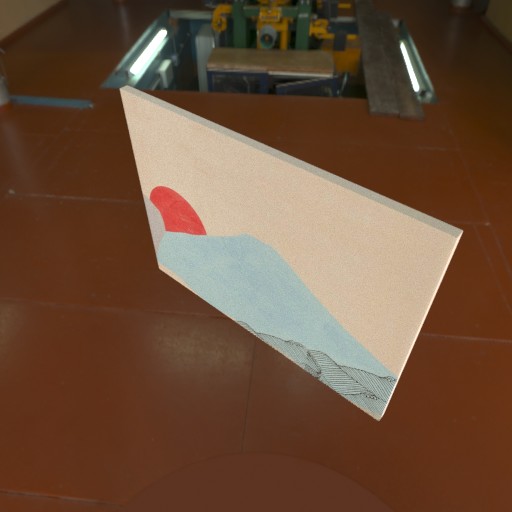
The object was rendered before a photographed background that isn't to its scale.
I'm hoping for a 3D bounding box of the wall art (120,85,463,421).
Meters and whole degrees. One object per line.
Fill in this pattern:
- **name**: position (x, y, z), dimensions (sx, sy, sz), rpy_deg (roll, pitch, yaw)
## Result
- **wall art**: position (0.000, 0.000, 1.608), dimensions (1.219, 0.912, 0.042), rpy_deg (30, 52, 27)
